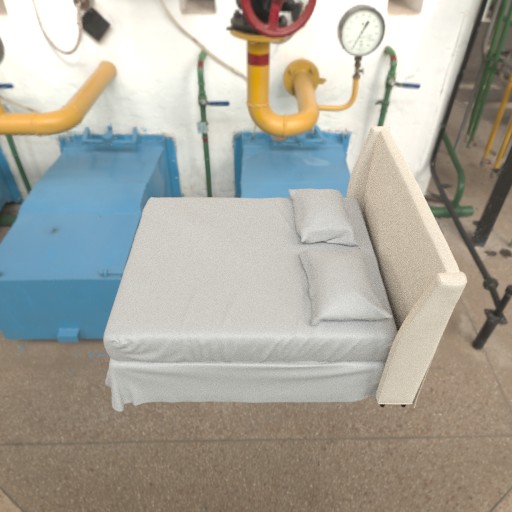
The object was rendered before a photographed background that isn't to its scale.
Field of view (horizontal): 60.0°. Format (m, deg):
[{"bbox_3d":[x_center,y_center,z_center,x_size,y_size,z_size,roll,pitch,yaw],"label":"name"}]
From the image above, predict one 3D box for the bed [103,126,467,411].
[{"bbox_3d":[0.000,0.000,3.484,2.276,1.332,1.925,0,41,0],"label":"bed"}]
